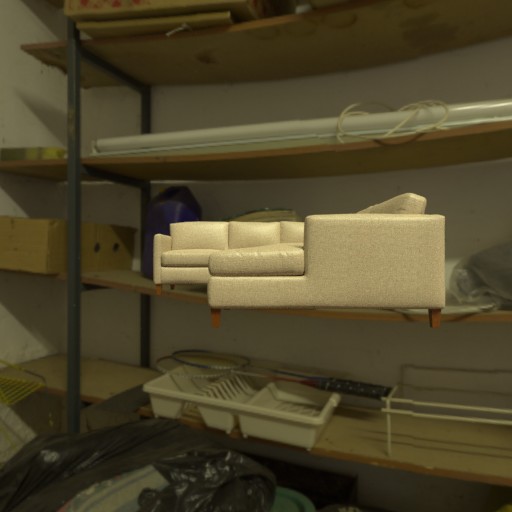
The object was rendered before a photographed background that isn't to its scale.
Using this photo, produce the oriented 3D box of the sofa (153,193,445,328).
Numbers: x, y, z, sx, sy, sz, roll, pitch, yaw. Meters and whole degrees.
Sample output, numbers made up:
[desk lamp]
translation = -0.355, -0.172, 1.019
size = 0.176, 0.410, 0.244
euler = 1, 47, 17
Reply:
[sofa]
translation = 0.000, 0.000, 4.638
size = 2.594, 0.961, 3.460
euler = 0, 0, 1
